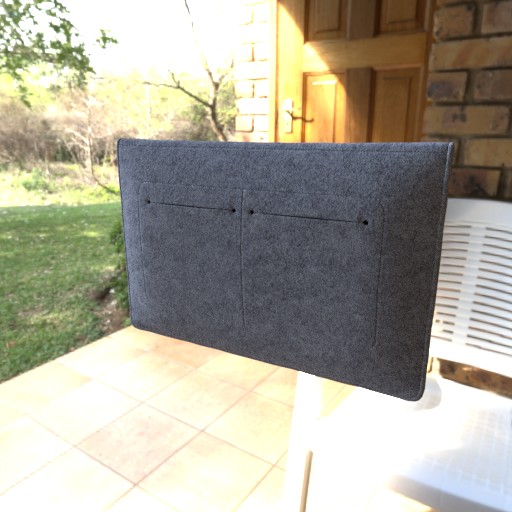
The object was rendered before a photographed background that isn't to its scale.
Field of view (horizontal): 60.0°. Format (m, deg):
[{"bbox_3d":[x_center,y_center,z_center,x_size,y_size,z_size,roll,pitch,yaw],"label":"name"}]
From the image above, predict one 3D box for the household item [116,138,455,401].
[{"bbox_3d":[0.000,0.000,0.436,0.335,0.221,0.057,8,18,27],"label":"household item"}]
